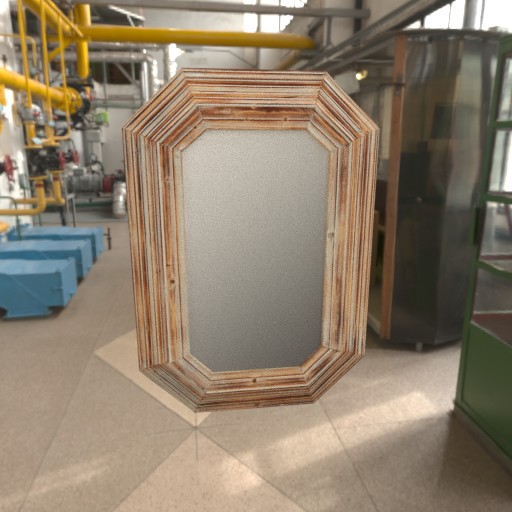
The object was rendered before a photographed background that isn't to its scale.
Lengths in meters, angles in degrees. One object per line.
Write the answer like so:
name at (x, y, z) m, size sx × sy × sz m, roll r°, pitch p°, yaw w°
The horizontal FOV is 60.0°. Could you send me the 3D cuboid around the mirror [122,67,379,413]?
mirror at (0.000, 0.000, 1.289) m, size 0.709 × 1.015 × 0.061 m, roll -2°, pitch 14°, yaw -8°
